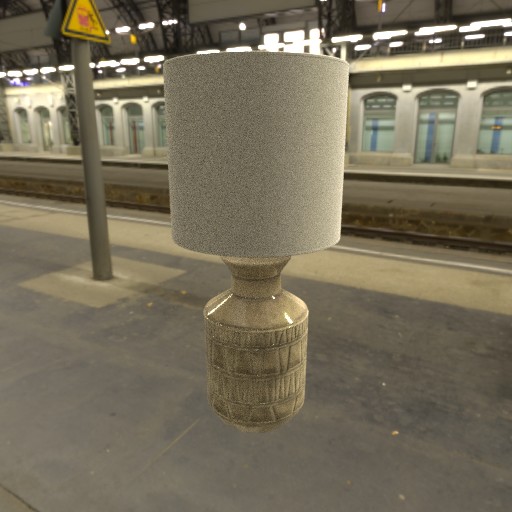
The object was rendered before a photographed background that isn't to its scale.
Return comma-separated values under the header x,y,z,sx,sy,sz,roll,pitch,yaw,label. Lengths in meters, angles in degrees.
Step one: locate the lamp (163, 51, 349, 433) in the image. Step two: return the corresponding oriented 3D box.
x,y,z,sx,sy,sz,roll,pitch,yaw,label
0.000,0.000,0.574,0.211,0.455,0.211,2,16,9,lamp
